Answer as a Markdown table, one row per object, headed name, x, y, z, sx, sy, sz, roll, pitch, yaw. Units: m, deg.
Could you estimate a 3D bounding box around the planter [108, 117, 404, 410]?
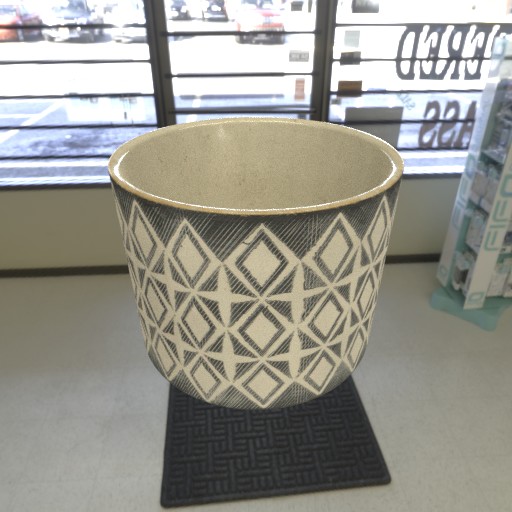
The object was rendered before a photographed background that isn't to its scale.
| name | x | y | z | sx | sy | sz | roll | pitch | yaw |
| --- | --- | --- | --- | --- | --- | --- | --- | --- | --- |
| planter | 0.000 | 0.000 | 0.341 | 0.192 | 0.165 | 0.192 | 0 | 31 | 0 |
